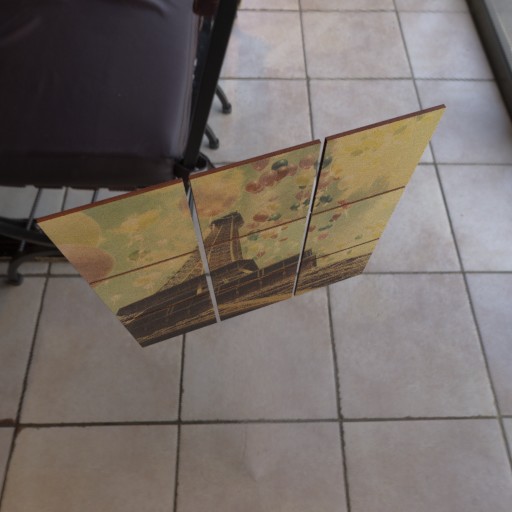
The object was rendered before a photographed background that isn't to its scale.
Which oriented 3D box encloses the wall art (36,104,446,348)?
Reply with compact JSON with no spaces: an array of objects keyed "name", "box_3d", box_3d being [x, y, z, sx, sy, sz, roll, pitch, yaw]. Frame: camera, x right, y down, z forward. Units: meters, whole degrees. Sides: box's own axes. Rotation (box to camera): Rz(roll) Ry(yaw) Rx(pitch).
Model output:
[{"name":"wall art","box_3d":[0.000,0.000,1.844,1.256,1.246,0.017,-18,64,-9]}]
